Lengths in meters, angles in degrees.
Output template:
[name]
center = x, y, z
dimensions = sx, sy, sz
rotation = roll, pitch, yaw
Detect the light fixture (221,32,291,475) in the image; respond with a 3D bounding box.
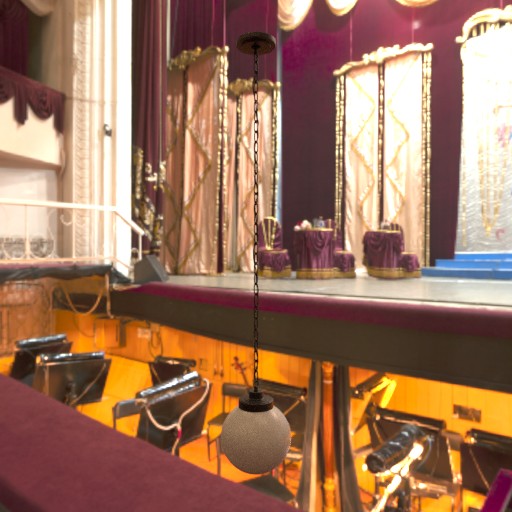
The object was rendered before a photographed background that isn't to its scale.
[light fixture]
center = 0.000, 0.000, 1.929
dimensions = 0.304, 1.867, 0.305
rotation = 0, 0, 37
